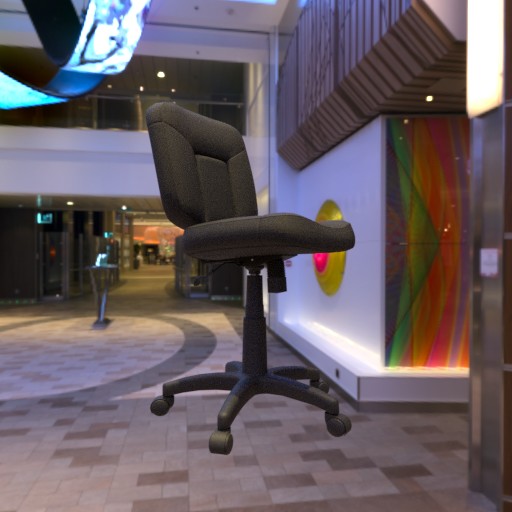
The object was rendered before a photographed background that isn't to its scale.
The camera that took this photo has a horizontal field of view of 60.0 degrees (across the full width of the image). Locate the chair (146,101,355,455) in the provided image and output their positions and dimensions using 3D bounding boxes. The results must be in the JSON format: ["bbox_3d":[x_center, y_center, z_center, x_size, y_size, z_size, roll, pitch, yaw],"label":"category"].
[{"bbox_3d":[0.000,0.000,1.361,0.610,0.972,0.610,0,0,35],"label":"chair"}]
